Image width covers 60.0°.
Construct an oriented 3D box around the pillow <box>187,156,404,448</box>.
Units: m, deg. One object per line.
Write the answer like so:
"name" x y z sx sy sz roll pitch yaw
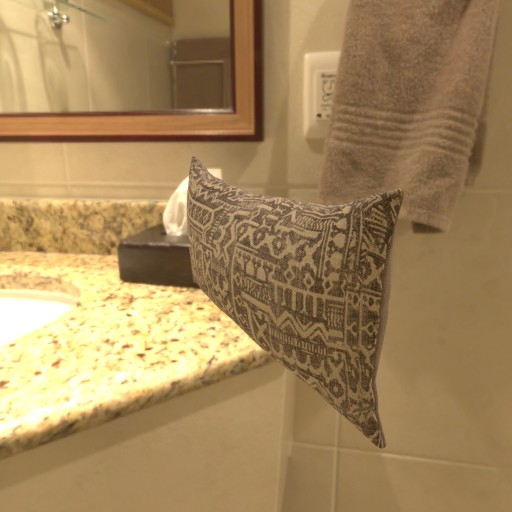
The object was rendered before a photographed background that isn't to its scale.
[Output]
"pillow" 0.000 0.000 0.724 0.148 0.290 0.631 -8 18 -26
